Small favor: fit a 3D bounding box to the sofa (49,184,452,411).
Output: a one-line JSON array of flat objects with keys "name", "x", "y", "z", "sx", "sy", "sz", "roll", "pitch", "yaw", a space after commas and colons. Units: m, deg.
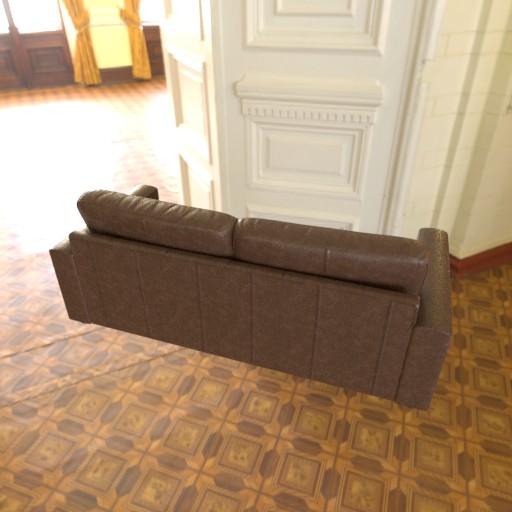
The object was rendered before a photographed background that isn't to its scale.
[{"name": "sofa", "x": 0.000, "y": 0.000, "z": 2.706, "sx": 2.179, "sy": 0.873, "sz": 1.016, "roll": 11, "pitch": 35, "yaw": 16}]
